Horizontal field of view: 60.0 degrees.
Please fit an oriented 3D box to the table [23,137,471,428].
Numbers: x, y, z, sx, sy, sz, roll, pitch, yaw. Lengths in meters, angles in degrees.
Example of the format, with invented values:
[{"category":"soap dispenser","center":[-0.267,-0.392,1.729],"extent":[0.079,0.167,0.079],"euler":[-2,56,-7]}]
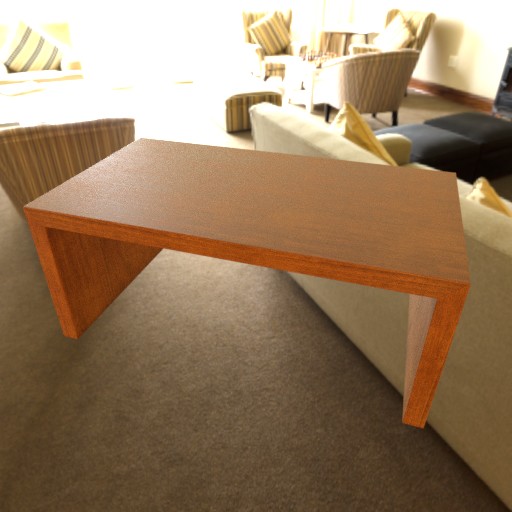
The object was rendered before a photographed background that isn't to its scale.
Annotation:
[{"category":"table","center":[0.000,0.000,1.267],"extent":[1.000,0.419,0.549],"euler":[10,34,15]}]
